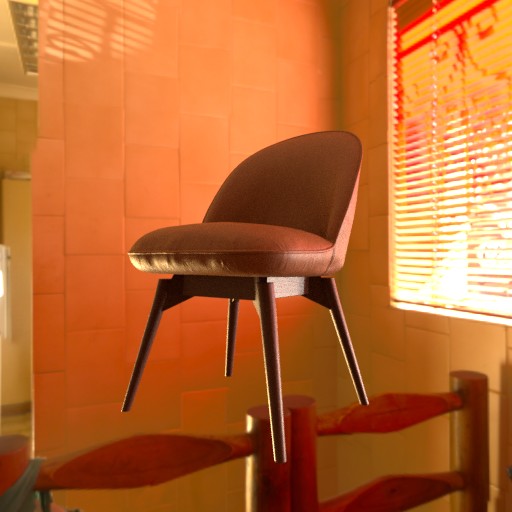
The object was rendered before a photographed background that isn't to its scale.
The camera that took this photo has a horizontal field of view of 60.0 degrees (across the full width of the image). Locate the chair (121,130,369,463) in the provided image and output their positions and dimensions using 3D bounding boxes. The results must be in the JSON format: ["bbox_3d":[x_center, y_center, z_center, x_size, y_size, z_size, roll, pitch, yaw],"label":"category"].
[{"bbox_3d":[0.000,0.000,1.251,0.521,0.831,0.631,0,0,36],"label":"chair"}]
